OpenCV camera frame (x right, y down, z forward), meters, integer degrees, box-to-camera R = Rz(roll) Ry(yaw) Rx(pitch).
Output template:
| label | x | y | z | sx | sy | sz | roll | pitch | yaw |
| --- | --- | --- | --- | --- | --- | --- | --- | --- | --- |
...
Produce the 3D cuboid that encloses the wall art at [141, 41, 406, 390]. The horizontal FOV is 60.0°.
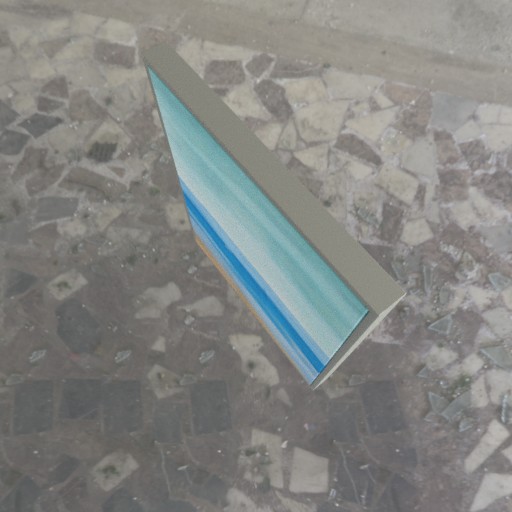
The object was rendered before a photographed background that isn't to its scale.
| label | x | y | z | sx | sy | sz | roll | pitch | yaw |
| --- | --- | --- | --- | --- | --- | --- | --- | --- | --- |
| wall art | 0.000 | 0.000 | 0.761 | 0.039 | 0.553 | 0.445 | -35 | 70 | -14 |
